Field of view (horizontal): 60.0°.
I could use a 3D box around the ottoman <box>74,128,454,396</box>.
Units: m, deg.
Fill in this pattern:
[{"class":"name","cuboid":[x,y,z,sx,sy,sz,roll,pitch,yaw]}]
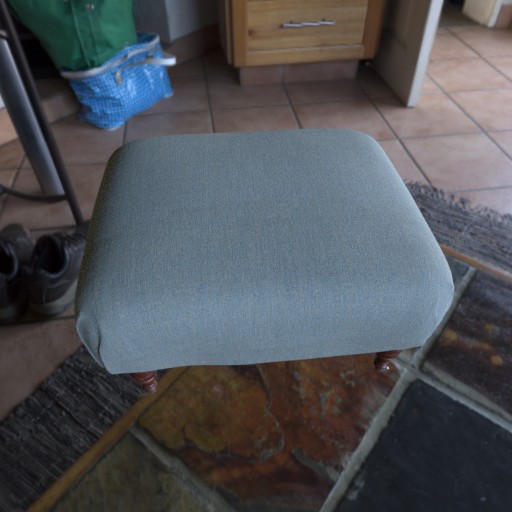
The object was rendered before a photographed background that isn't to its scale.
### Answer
[{"class":"ottoman","cuboid":[0.000,0.000,1.110,0.747,0.450,0.622,-4,45,-4]}]
